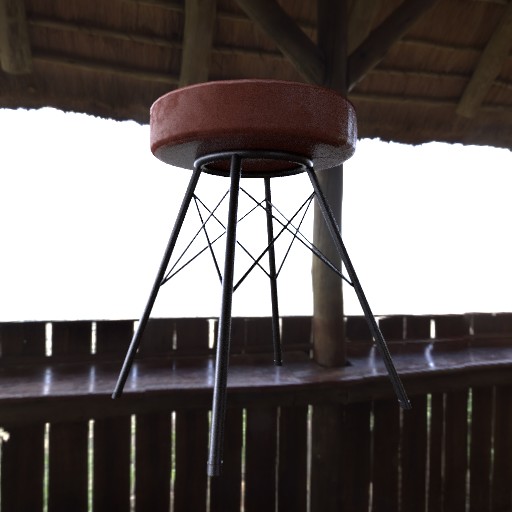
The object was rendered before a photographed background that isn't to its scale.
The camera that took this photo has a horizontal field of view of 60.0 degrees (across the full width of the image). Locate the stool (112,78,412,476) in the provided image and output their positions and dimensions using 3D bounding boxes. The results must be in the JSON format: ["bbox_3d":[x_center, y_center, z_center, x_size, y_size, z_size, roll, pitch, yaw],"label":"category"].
[{"bbox_3d":[0.000,0.000,0.899,0.457,0.593,0.421,0,1,-36],"label":"stool"}]
